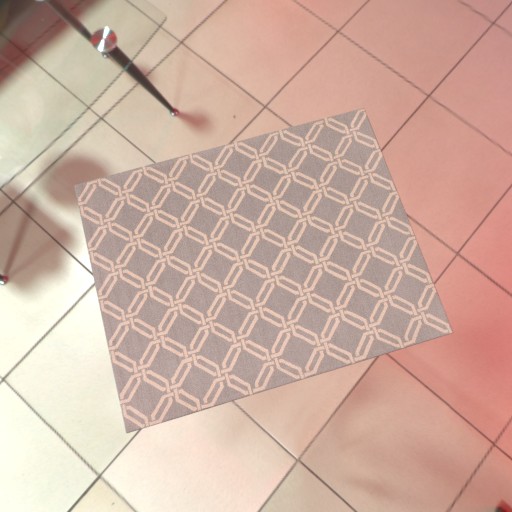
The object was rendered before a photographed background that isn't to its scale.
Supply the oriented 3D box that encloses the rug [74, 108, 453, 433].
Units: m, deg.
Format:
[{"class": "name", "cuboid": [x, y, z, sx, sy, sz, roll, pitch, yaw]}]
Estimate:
[{"class": "rug", "cuboid": [0.000, 0.000, 4.006, 2.895, 0.018, 2.288, -16, 77, -4]}]
